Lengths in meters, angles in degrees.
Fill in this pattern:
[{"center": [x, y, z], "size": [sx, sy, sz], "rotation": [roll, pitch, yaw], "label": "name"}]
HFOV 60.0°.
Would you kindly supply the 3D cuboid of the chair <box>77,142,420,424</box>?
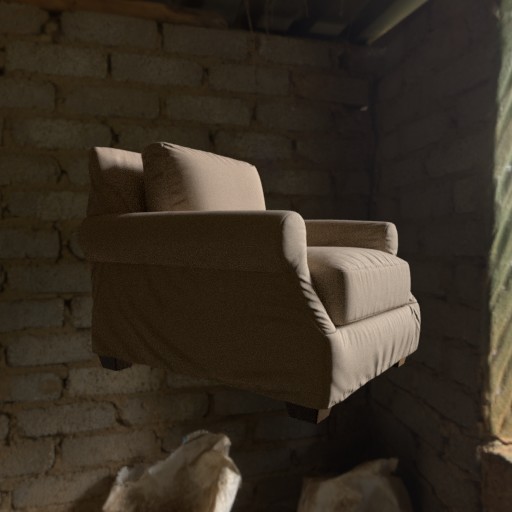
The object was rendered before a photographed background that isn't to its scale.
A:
[{"center": [0.000, 0.000, 1.732], "size": [1.066, 0.866, 0.940], "rotation": [1, 2, 36], "label": "chair"}]
